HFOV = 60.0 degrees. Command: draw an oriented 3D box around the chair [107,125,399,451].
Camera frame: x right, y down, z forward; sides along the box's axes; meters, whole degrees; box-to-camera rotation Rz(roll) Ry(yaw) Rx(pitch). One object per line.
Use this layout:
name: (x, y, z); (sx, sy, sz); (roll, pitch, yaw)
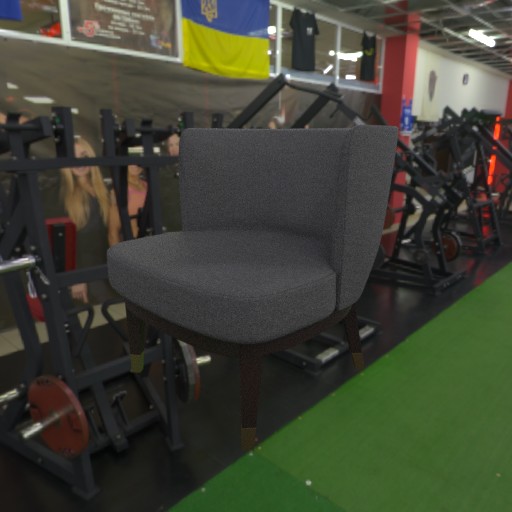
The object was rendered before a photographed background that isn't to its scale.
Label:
chair: (0.000, 0.000, 1.239); (0.698, 0.695, 0.639); (-15, 21, -43)
